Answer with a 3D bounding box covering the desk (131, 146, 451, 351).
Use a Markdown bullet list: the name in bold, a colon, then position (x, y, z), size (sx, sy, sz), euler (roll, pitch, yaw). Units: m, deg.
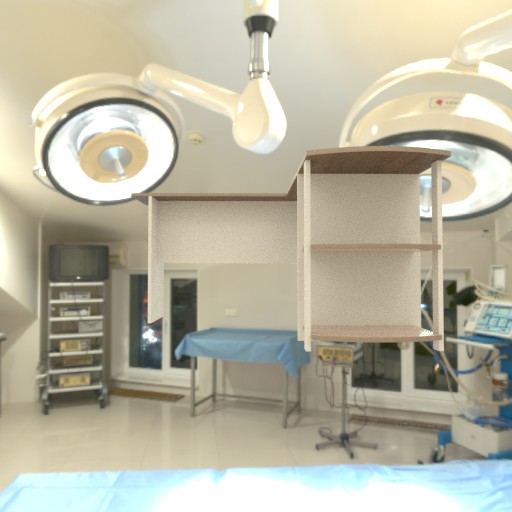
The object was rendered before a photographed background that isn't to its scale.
- **desk**: position (0.000, 0.000, 2.129), size (1.361, 0.716, 1.303), euler (0, -2, -1)
